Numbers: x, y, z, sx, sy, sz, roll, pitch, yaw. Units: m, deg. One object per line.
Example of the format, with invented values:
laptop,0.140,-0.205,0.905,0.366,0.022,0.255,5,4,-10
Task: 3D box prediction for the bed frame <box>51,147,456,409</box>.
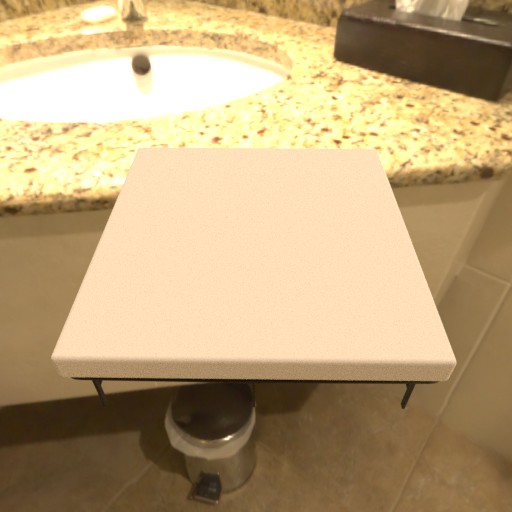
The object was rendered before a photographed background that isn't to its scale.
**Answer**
bed frame,0.000,0.000,3.004,1.935,0.525,2.033,0,43,1
